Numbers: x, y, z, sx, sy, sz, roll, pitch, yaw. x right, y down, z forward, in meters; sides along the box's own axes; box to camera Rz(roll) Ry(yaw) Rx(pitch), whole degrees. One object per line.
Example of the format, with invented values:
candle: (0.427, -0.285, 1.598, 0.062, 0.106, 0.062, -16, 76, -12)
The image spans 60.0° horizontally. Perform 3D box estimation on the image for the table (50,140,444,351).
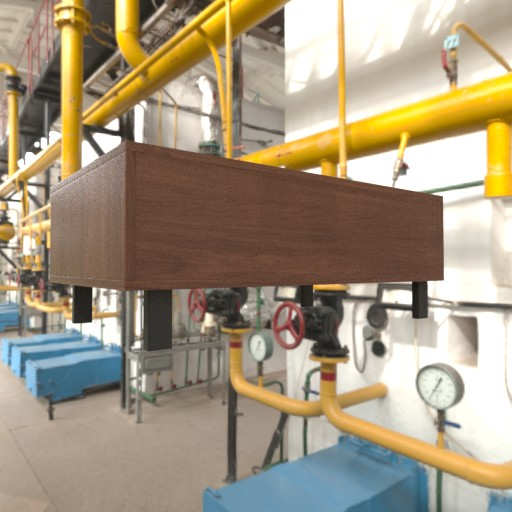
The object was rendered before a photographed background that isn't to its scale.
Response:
table: (0.000, 0.000, 1.321, 1.020, 0.380, 0.600, 1, -2, -37)
